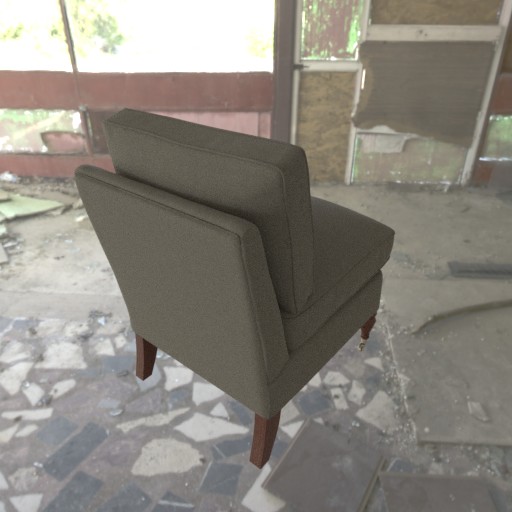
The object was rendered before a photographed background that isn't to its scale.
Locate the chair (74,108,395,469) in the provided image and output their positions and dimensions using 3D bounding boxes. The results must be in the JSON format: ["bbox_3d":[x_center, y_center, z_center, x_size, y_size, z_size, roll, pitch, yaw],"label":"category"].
[{"bbox_3d":[0.000,0.000,1.633,0.724,1.045,0.924,22,36,34],"label":"chair"}]
